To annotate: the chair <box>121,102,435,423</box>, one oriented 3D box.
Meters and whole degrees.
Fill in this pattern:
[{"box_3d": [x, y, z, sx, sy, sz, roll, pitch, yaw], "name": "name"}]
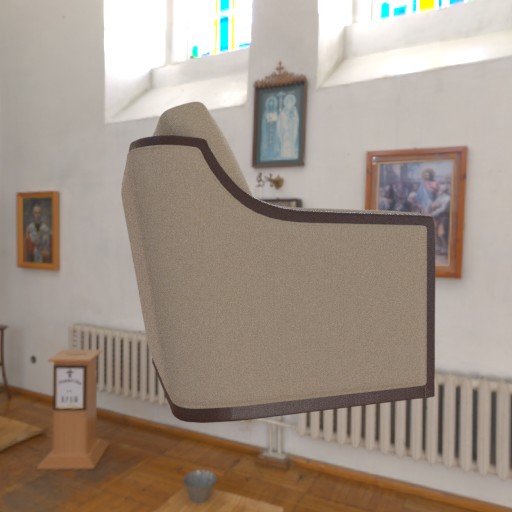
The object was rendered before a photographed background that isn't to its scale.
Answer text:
[{"box_3d": [0.000, 0.000, 1.661, 0.950, 0.930, 0.870, 0, 0, -18], "name": "chair"}]
